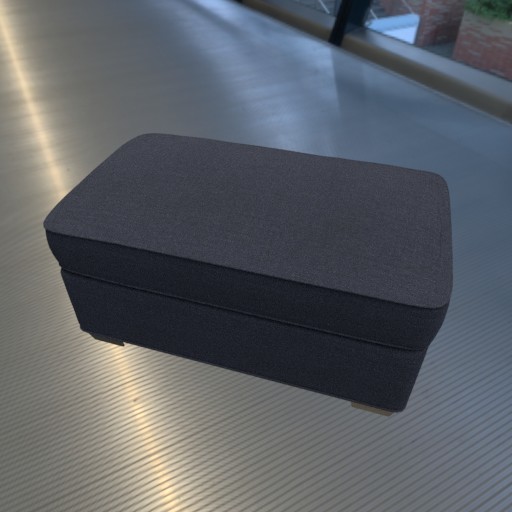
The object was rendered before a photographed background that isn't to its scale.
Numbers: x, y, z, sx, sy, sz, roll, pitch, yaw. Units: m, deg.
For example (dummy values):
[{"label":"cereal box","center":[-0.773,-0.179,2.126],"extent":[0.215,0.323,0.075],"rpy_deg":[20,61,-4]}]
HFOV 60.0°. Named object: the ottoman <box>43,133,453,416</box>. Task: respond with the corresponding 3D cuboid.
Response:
[{"label":"ottoman","center":[0.000,0.000,1.182],"extent":[0.895,0.453,0.505],"rpy_deg":[11,43,12]}]
